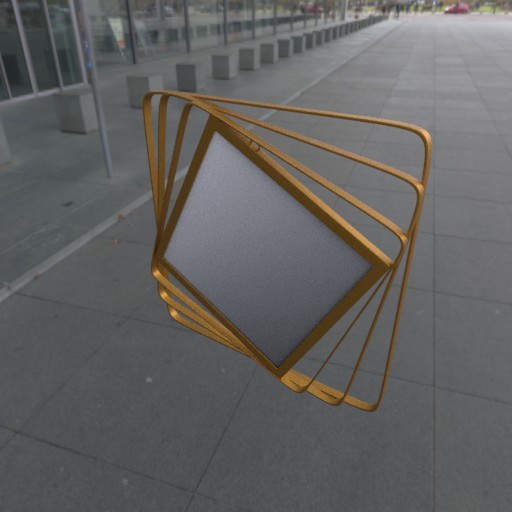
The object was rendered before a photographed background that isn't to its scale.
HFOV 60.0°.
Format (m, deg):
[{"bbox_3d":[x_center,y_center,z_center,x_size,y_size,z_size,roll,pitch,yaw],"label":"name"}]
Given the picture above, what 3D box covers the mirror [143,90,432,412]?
[{"bbox_3d":[0.000,0.000,0.709,0.470,0.468,0.045,19,35,29],"label":"mirror"}]
